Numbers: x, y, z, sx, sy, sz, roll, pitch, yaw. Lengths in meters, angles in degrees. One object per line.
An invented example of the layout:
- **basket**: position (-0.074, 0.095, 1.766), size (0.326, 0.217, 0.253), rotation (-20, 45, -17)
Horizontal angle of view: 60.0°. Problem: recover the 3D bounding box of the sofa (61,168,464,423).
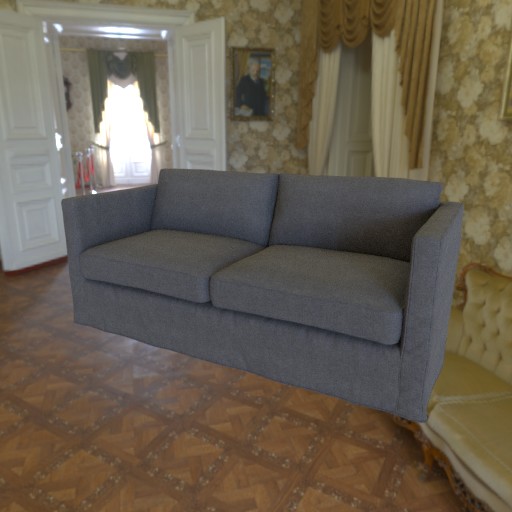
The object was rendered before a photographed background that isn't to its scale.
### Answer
- **sofa**: position (0.000, 0.000, 2.415), size (1.982, 0.855, 0.953), rotation (8, 18, 27)
